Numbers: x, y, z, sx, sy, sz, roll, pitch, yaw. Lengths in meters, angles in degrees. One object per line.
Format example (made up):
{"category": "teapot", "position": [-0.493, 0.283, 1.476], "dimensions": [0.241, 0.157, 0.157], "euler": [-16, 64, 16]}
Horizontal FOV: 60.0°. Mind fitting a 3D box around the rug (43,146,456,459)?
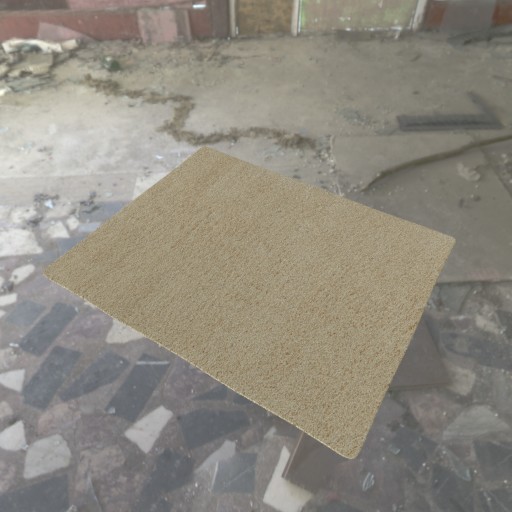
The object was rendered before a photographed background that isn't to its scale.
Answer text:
{"category": "rug", "position": [0.000, 0.000, 4.066], "dimensions": [3.001, 0.025, 2.401], "euler": [25, 51, 22]}
